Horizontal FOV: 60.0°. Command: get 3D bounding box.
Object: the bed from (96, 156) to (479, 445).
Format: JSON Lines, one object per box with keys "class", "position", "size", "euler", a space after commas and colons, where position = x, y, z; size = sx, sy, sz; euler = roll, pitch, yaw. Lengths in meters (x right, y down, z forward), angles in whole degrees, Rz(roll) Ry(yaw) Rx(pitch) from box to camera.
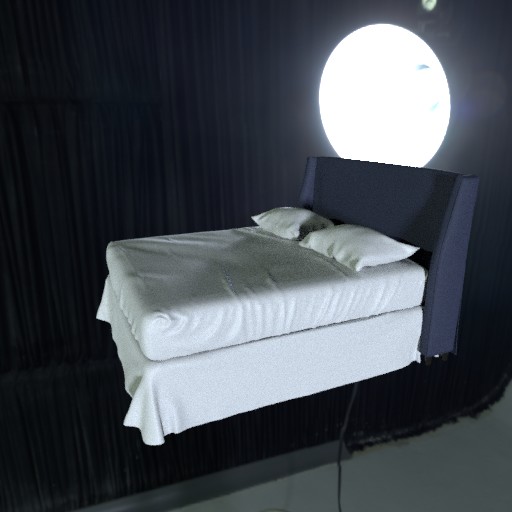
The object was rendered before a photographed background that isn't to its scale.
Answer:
{"class": "bed", "position": [0.000, 0.000, 3.361], "size": [2.276, 1.332, 1.925], "euler": [-7, 18, -23]}
